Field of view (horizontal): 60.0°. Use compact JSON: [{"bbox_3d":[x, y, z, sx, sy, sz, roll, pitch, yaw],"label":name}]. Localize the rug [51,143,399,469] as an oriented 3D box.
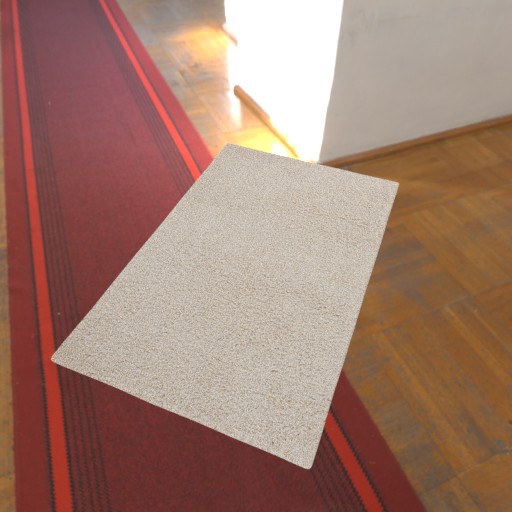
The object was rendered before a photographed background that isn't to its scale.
[{"bbox_3d":[0.000,0.000,3.522,1.778,0.030,2.743,17,49,15],"label":"rug"}]
